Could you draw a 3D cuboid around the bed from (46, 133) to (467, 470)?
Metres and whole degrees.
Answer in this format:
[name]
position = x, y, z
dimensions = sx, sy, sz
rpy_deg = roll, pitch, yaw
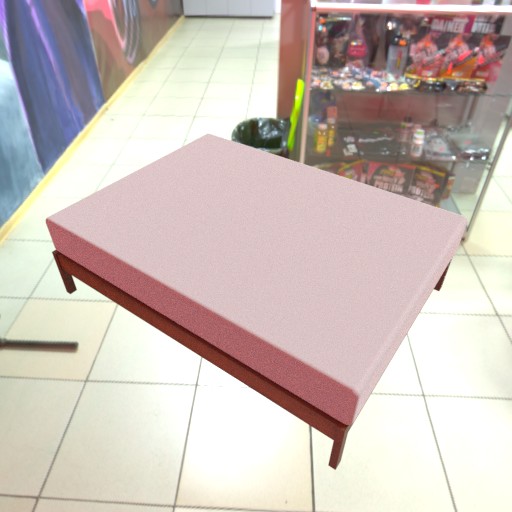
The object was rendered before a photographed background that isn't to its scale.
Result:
[bed]
position = 0.000, 0.000, 2.816
dimensions = 2.050, 0.593, 1.529
rpy_deg = 25, 45, 27
